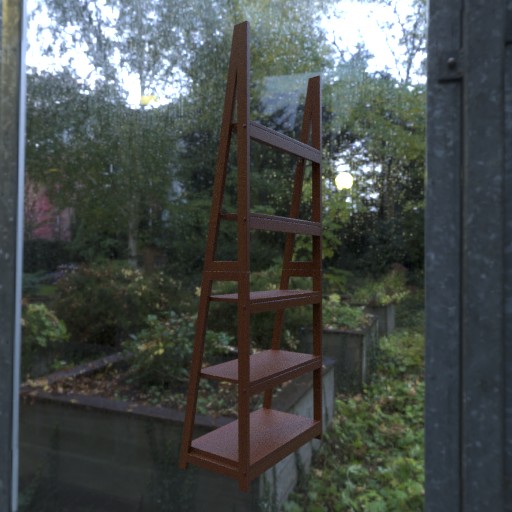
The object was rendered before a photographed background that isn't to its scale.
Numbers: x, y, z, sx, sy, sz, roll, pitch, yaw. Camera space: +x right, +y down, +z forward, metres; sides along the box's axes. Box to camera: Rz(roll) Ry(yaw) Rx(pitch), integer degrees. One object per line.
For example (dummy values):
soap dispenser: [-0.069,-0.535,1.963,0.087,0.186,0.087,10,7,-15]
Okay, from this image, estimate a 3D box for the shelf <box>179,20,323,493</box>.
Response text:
shelf: [0.000,0.000,2.026,0.356,1.780,0.630,-1,-1,35]
